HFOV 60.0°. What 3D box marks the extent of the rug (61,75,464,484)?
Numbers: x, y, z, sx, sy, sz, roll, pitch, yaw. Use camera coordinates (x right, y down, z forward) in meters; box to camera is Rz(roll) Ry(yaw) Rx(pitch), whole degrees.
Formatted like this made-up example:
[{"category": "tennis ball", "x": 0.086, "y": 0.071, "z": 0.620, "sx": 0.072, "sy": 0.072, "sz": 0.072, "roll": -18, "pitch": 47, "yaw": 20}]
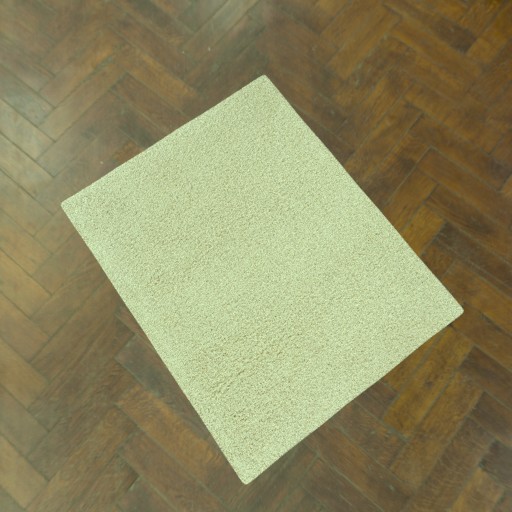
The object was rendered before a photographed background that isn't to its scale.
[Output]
[{"category": "rug", "x": 0.000, "y": 0.000, "z": 4.120, "sx": 2.438, "sy": 0.029, "sz": 3.047, "roll": -35, "pitch": 78, "yaw": -8}]
